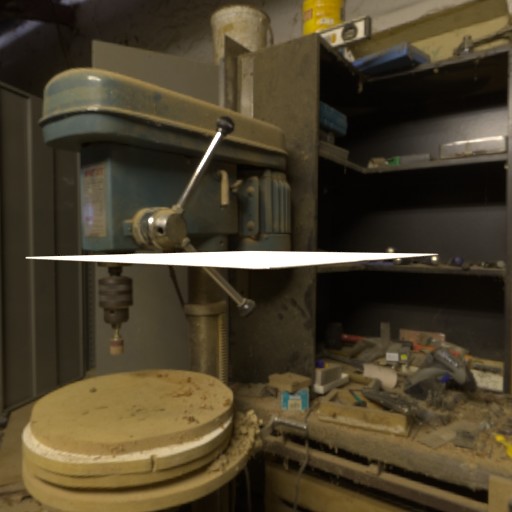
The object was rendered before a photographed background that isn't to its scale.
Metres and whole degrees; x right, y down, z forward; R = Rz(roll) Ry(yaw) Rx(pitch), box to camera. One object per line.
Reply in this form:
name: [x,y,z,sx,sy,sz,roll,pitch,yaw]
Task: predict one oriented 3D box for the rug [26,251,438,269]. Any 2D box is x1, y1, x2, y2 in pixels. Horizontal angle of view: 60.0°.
rug: [0.000,0.000,4.057,2.423,0.019,3.009,1,2,37]
